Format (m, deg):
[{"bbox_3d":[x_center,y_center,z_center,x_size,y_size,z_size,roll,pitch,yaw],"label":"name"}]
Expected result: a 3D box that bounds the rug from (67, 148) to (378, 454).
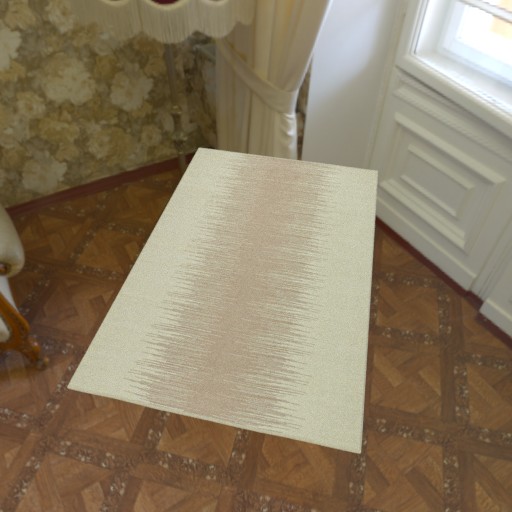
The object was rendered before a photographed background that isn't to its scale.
[{"bbox_3d":[0.000,0.000,2.398,1.234,0.006,1.850,9,48,9],"label":"rug"}]
